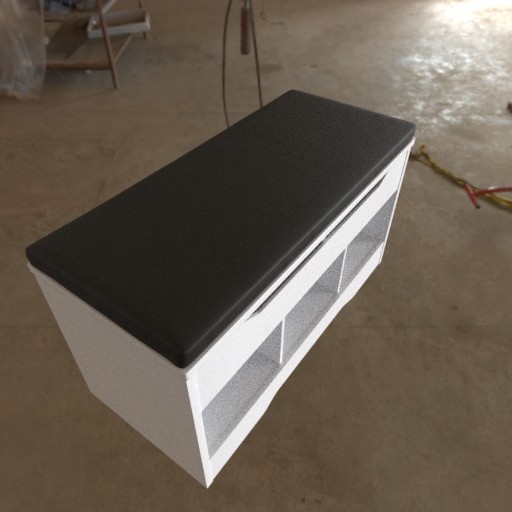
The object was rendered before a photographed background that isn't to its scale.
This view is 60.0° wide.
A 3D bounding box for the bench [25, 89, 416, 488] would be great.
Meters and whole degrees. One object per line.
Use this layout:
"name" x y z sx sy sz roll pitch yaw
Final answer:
"bench" 0.000 0.000 1.142 0.401 0.500 0.899 26 49 26
